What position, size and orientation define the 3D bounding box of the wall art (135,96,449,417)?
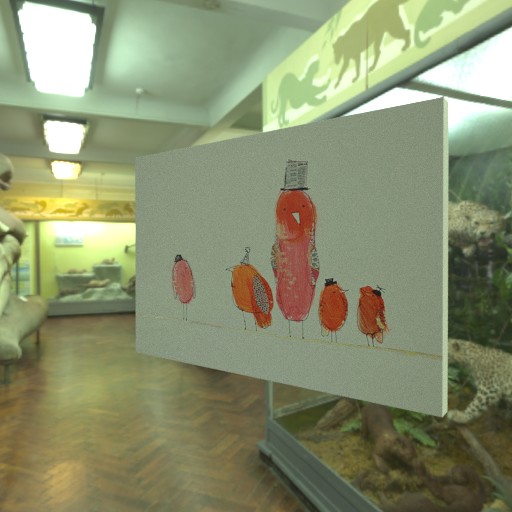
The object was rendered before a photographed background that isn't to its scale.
[{"bbox_3d":[0.000,0.000,1.130,0.914,0.609,0.038,0,1,37],"label":"wall art"}]
